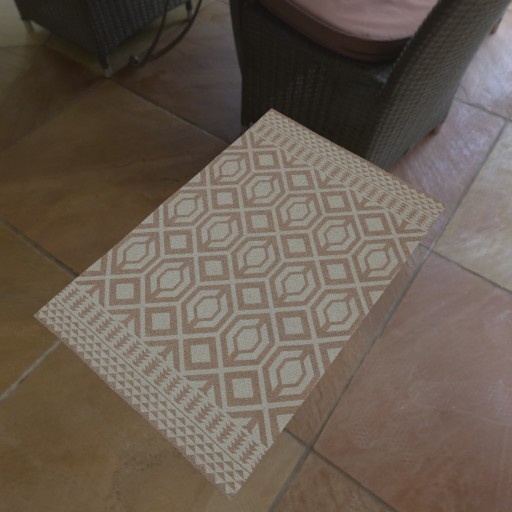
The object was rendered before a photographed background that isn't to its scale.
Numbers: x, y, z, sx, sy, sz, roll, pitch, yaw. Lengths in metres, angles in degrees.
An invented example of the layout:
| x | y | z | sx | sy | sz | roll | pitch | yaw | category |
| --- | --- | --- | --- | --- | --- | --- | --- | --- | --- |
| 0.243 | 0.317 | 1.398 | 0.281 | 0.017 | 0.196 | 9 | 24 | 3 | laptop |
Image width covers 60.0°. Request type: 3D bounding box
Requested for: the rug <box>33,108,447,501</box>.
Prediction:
| x | y | z | sx | sy | sz | roll | pitch | yaw | category |
| --- | --- | --- | --- | --- | --- | --- | --- | --- | --- |
| 0.000 | 0.000 | 2.255 | 1.219 | 0.008 | 1.829 | 35 | 65 | 19 | rug |
